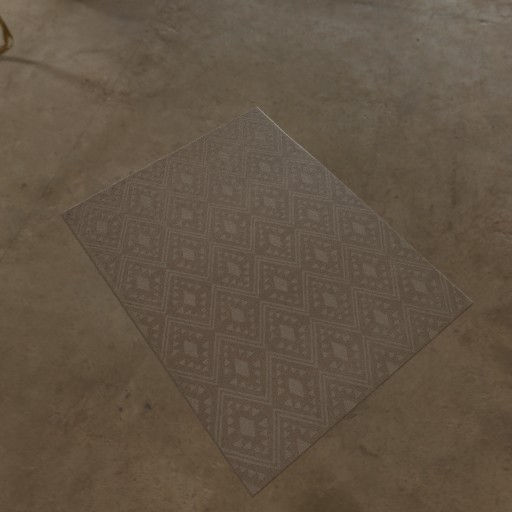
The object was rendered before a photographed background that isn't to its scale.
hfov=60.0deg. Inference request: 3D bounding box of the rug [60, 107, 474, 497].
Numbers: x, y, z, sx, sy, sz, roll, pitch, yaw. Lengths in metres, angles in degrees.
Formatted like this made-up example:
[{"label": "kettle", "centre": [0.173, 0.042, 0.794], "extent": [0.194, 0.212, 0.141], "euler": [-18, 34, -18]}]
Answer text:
[{"label": "rug", "centre": [0.000, 0.000, 4.006], "extent": [2.399, 0.054, 3.011], "euler": [-34, 66, -18]}]
